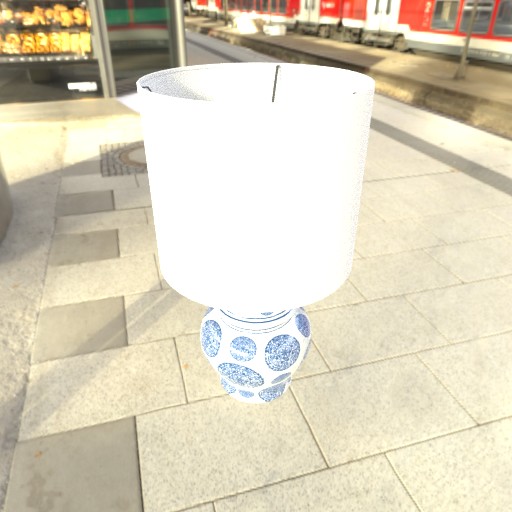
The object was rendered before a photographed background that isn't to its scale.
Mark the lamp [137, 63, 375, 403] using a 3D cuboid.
[{"bbox_3d":[0.000,0.000,0.506,0.215,0.381,0.215,-10,32,-16],"label":"lamp"}]
